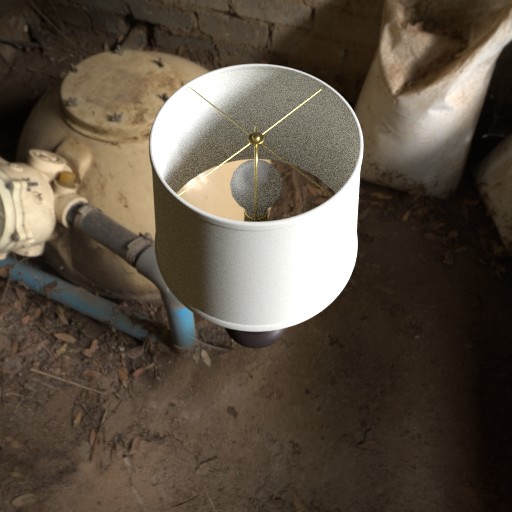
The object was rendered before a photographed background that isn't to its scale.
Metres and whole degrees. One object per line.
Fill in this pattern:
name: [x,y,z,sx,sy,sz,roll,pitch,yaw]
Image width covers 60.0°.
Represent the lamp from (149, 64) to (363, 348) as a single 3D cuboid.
lamp: [0.000,0.000,0.802,0.335,0.611,0.335,0,62,0]
